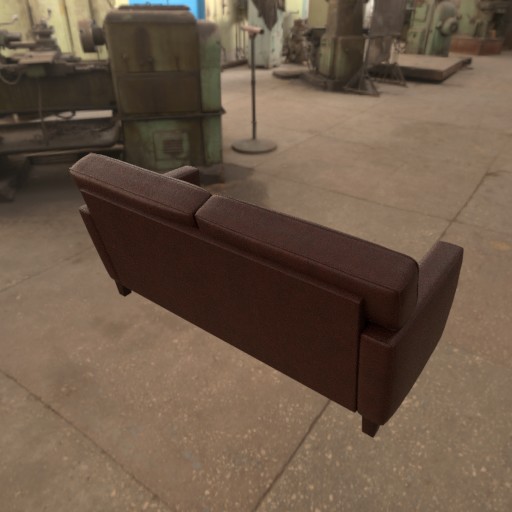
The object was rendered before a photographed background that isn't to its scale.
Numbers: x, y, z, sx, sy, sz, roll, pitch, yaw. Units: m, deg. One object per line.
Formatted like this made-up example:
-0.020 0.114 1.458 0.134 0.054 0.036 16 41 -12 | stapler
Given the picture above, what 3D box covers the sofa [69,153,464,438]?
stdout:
0.000 0.000 2.328 1.876 0.928 0.912 22 38 31 | sofa
